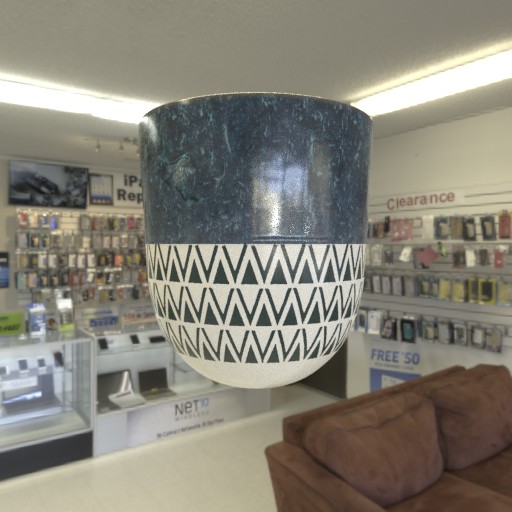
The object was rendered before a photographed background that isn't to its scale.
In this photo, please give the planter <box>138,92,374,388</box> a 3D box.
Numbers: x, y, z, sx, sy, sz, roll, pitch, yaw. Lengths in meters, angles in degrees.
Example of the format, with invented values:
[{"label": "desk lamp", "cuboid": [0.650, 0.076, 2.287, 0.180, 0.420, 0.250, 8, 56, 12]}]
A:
[{"label": "planter", "cuboid": [0.000, 0.000, 0.382, 0.195, 0.214, 0.195, 0, 1, 0]}]
